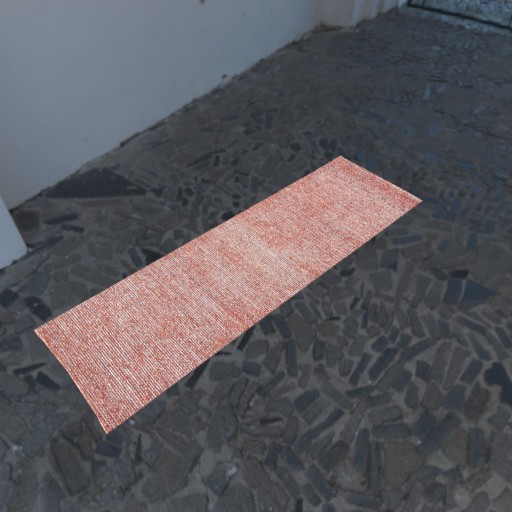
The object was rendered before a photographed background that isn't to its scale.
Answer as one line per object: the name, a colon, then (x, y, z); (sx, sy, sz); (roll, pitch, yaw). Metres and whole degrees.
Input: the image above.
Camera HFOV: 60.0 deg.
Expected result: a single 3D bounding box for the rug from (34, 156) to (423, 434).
rug: (0.000, 0.000, 2.588); (2.353, 0.013, 0.718); (-33, 54, -28)
